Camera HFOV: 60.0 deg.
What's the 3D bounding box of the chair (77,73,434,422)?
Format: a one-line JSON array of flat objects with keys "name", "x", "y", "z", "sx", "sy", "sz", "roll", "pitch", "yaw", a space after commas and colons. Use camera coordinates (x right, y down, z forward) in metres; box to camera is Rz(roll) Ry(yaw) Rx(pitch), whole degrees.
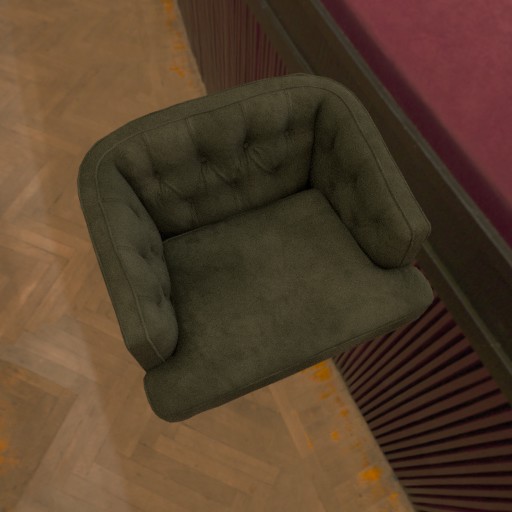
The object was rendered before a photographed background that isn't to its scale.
[{"name": "chair", "x": 0.000, "y": 0.000, "z": 1.754, "sx": 1.104, "sy": 0.852, "sz": 0.941, "roll": -21, "pitch": 65, "yaw": -10}]
